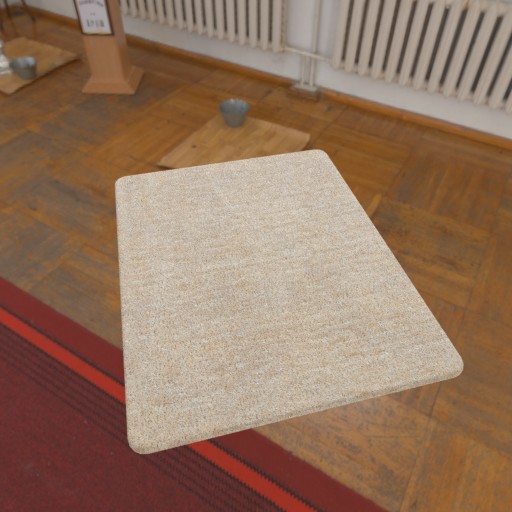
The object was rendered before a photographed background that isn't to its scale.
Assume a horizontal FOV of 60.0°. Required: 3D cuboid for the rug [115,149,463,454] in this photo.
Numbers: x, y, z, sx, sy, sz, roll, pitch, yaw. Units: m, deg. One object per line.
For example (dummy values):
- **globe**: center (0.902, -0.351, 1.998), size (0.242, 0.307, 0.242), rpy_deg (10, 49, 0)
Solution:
- **rug**: center (0.000, 0.000, 3.341), size (2.009, 0.048, 2.528), rpy_deg (-10, 46, -10)
